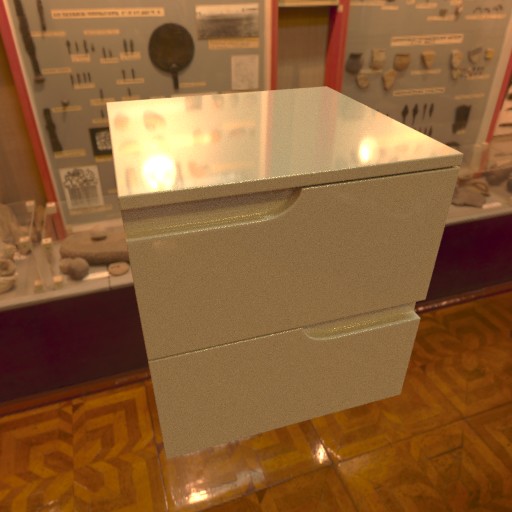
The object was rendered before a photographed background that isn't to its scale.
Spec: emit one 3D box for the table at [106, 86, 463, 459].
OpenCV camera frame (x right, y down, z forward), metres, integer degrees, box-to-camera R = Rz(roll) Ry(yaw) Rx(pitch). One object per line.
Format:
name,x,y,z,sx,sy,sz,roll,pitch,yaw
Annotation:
table,0.000,0.000,0.790,0.420,0.470,0.400,-10,34,-15
